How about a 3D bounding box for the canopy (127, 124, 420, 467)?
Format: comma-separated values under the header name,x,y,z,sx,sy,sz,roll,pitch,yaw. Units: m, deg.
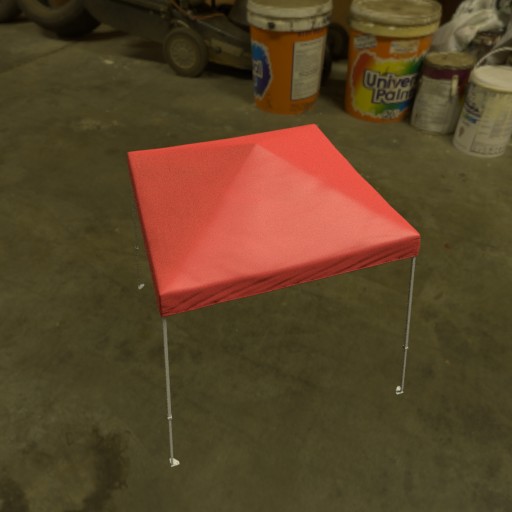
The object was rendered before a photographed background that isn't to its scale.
name,x,y,z,sx,sy,sz,roll,pitch,yaw
canopy,0.000,0.000,5.131,2.849,2.849,2.848,-12,43,-13
